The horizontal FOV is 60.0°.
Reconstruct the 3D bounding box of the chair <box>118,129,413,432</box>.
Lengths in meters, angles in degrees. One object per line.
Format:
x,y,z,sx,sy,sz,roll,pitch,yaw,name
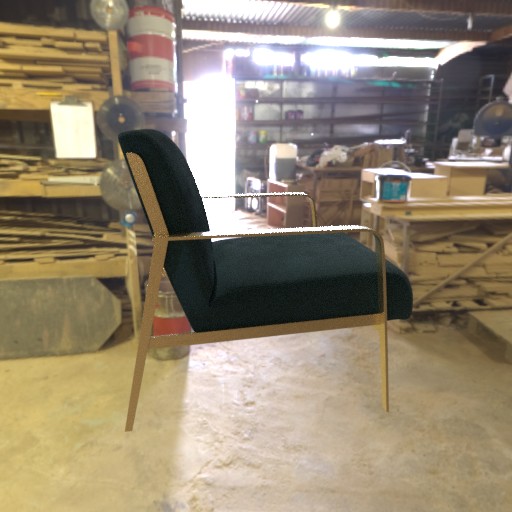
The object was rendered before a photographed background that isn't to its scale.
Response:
0.000,0.000,1.511,0.859,0.831,0.692,-3,16,-9,chair
